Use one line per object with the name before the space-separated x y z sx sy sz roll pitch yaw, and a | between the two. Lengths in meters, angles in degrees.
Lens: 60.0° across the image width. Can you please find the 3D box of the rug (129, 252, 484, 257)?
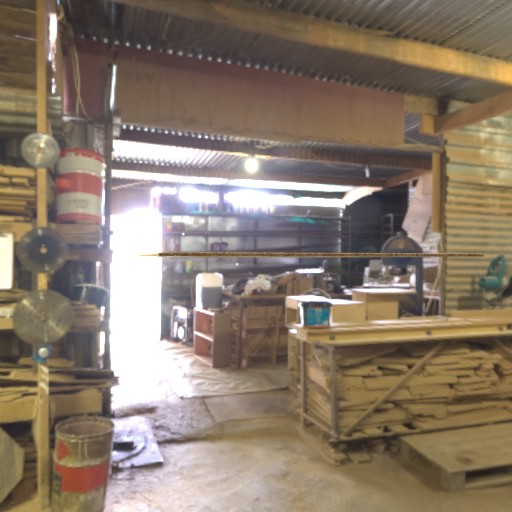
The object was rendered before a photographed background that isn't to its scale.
rug | 0.000 0.000 2.960 1.528 0.014 2.292 0 0 -19
